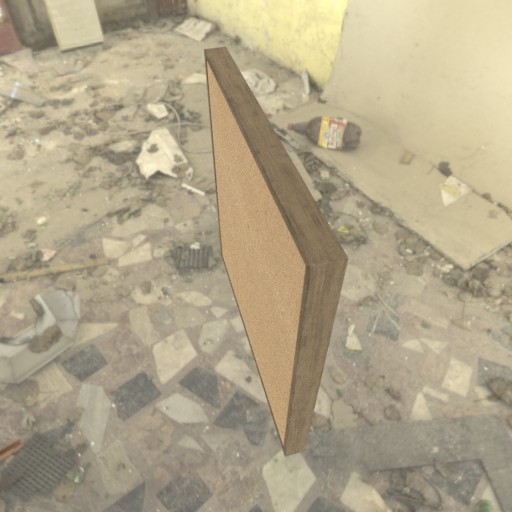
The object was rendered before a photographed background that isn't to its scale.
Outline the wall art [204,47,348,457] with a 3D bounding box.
[{"bbox_3d":[0.000,0.000,0.769,0.038,0.508,0.508,-12,48,-11],"label":"wall art"}]
